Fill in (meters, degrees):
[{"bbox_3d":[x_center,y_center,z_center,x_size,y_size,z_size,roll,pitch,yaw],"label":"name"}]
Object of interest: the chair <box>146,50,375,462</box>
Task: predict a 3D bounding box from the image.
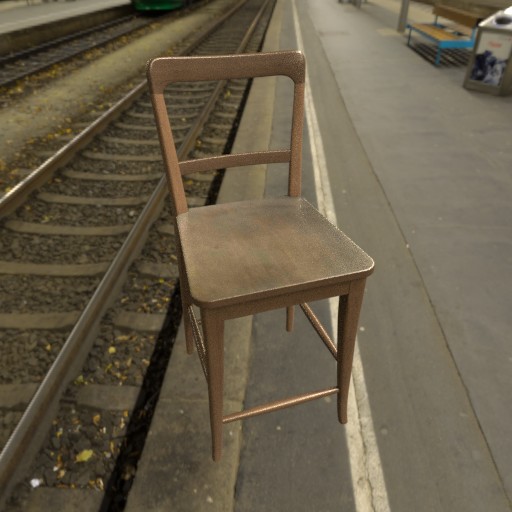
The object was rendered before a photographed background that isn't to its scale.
[{"bbox_3d":[0.000,0.000,1.260,0.450,0.991,0.546,-10,35,-15],"label":"chair"}]
